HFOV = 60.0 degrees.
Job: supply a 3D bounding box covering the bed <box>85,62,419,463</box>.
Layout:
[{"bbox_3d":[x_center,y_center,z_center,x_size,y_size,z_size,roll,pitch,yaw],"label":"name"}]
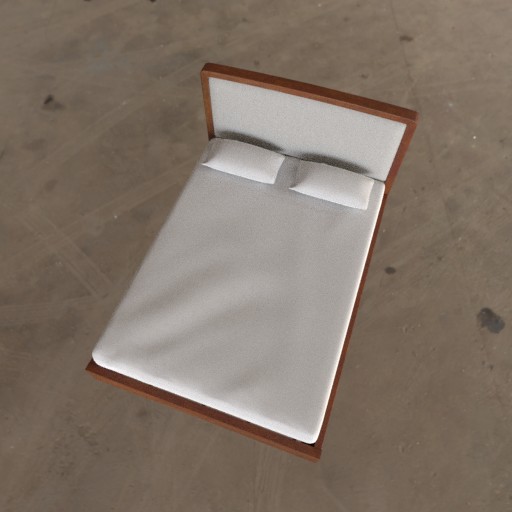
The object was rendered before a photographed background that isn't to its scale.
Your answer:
[{"bbox_3d":[0.000,0.000,3.141,1.587,1.275,2.196,17,61,10],"label":"bed"}]
